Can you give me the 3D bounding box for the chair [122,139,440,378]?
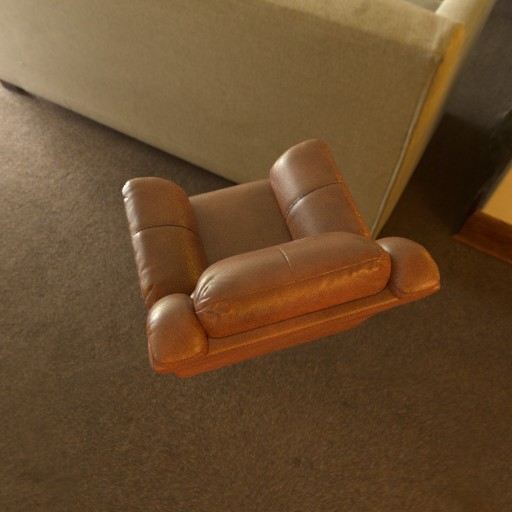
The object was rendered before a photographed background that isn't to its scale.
[{"bbox_3d":[0.000,0.000,1.900,0.990,1.093,1.041,-15,60,-9],"label":"chair"}]
